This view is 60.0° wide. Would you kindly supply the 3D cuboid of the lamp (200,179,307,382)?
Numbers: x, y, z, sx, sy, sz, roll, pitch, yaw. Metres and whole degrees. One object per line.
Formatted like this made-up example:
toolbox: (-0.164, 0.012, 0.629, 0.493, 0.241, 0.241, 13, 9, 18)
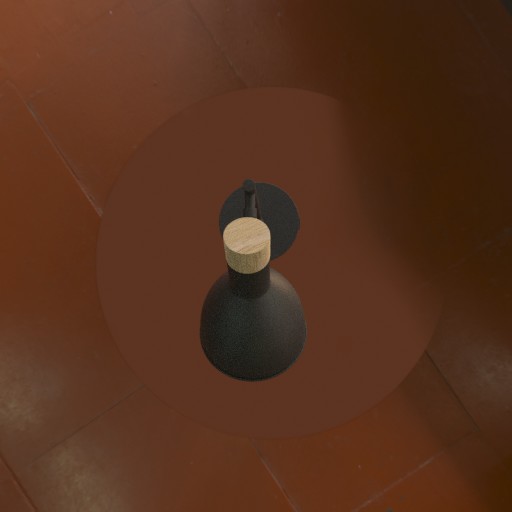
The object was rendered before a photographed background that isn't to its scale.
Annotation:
lamp: (0.000, 0.000, 0.616, 0.152, 0.483, 0.287, 0, 89, 2)
